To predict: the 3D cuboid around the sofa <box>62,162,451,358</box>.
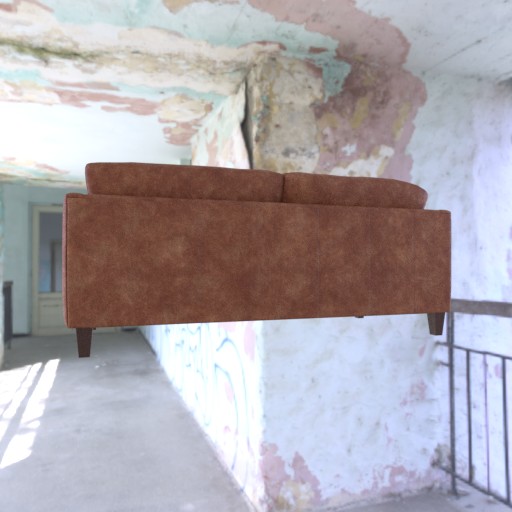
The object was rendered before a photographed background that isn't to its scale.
[{"bbox_3d":[0.000,0.000,2.538,1.971,0.863,0.923,0,-1,-18],"label":"sofa"}]
